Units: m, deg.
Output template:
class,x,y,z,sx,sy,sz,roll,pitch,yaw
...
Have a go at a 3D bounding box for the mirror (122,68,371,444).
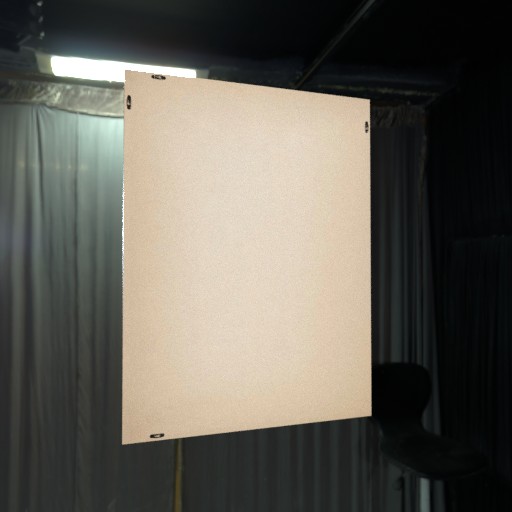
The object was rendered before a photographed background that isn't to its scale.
class,x,y,z,sx,sy,sz,roll,pitch,yaw
mirror,0.000,0.000,1.326,0.762,1.016,0.041,0,-1,-17
